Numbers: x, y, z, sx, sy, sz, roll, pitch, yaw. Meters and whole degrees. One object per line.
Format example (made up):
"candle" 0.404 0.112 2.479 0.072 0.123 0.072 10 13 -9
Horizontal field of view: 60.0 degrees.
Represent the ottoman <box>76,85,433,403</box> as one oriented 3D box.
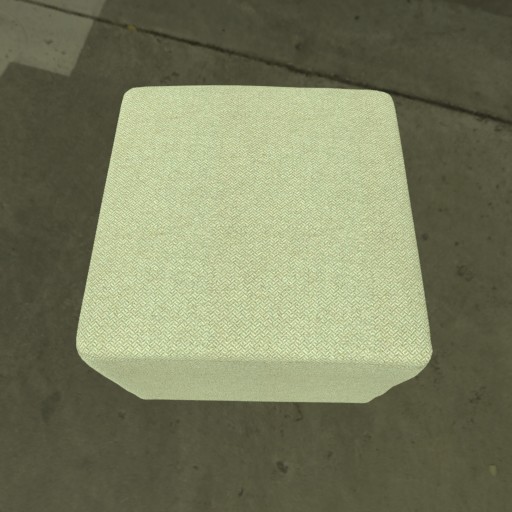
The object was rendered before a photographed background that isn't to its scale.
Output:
"ottoman" 0.000 0.000 0.891 0.512 0.453 0.521 1 64 0
